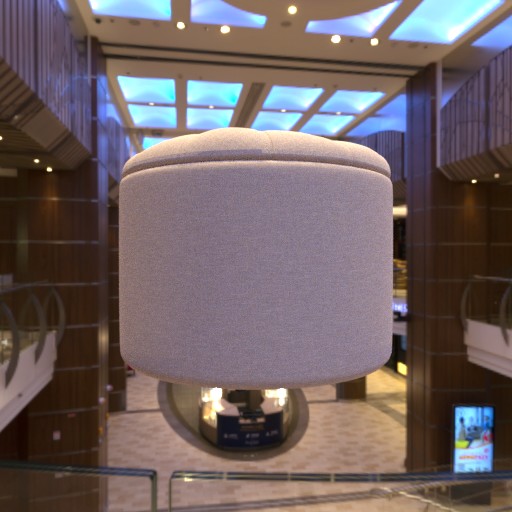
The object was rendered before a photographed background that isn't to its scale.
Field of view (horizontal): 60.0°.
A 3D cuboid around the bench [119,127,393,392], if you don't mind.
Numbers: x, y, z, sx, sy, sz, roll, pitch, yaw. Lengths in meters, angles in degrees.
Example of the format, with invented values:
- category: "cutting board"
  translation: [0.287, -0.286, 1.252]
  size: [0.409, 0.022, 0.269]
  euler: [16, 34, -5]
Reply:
- category: "bench"
  translation: [0.000, 0.000, 1.016]
  size: [0.600, 0.454, 0.600]
  euler: [0, 0, 0]
